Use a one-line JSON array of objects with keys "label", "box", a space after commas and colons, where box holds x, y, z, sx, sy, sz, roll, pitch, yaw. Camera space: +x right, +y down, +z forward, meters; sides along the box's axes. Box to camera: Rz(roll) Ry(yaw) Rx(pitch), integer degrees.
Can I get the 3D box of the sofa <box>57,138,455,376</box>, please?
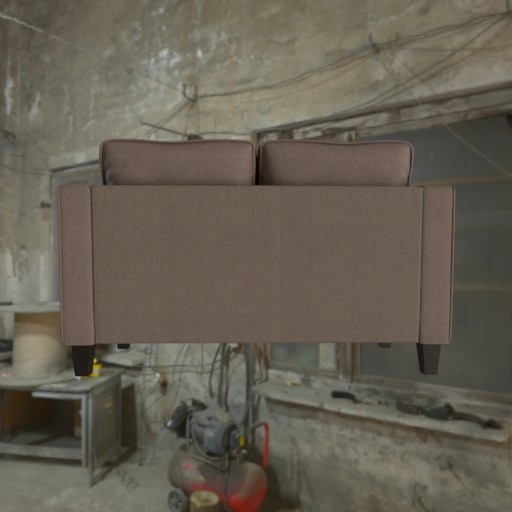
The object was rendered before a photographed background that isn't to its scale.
[{"label": "sofa", "box": [0.000, 0.000, 2.050, 1.500, 0.948, 0.791, 0, -1, -1]}]
